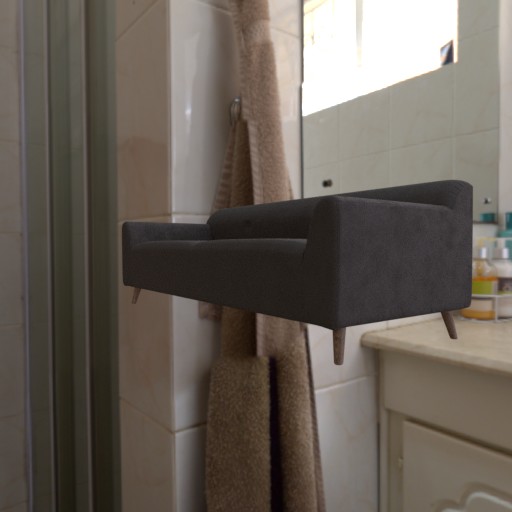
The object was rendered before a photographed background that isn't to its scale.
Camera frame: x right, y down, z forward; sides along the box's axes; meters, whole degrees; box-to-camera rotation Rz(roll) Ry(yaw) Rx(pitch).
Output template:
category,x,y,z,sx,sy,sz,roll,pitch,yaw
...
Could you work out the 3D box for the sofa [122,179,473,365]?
category,x,y,z,sx,sy,sz,roll,pitch,yaw
sofa,0.000,0.000,2.660,0.900,0.740,2.190,-1,2,-36
